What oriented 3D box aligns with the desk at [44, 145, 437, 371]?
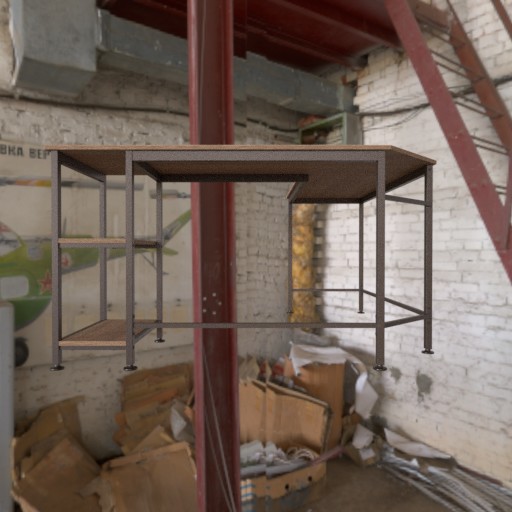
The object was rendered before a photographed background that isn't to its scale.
[{"bbox_3d":[0.000,0.000,2.136,1.379,0.739,1.379,0,1,0],"label":"desk"}]
